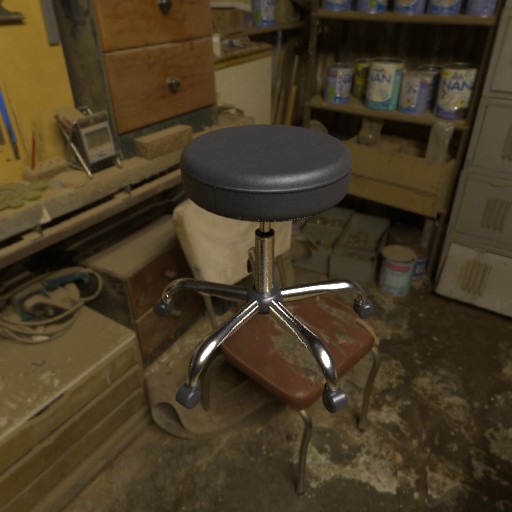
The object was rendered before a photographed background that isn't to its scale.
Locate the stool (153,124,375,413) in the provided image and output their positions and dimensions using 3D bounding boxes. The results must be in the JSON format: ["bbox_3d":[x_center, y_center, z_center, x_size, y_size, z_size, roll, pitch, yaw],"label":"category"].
[{"bbox_3d":[0.000,0.000,1.165,0.673,0.576,0.638,21,37,30],"label":"stool"}]
